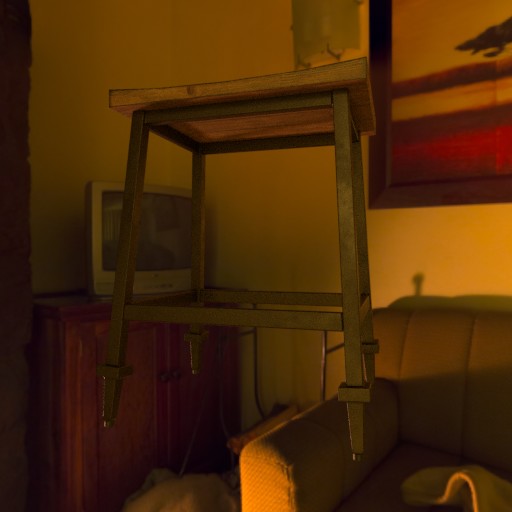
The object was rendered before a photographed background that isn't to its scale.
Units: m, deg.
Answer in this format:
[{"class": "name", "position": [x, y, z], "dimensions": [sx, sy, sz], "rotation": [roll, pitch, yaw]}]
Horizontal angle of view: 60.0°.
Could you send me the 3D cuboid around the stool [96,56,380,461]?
[{"class": "stool", "position": [0.000, 0.000, 0.927], "dimensions": [0.486, 0.625, 0.405], "rotation": [0, 0, 17]}]
